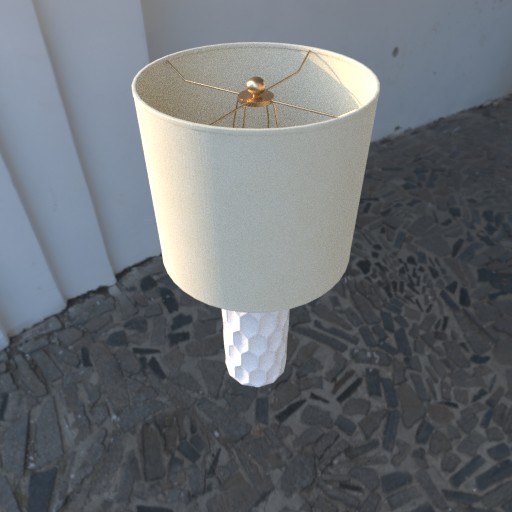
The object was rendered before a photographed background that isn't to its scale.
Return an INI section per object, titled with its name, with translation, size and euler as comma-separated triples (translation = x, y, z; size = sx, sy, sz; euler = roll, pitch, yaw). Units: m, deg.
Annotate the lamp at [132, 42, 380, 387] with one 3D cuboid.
[lamp]
translation = 0.000, 0.000, 0.678
size = 0.277, 0.537, 0.277
euler = -13, 42, -14
